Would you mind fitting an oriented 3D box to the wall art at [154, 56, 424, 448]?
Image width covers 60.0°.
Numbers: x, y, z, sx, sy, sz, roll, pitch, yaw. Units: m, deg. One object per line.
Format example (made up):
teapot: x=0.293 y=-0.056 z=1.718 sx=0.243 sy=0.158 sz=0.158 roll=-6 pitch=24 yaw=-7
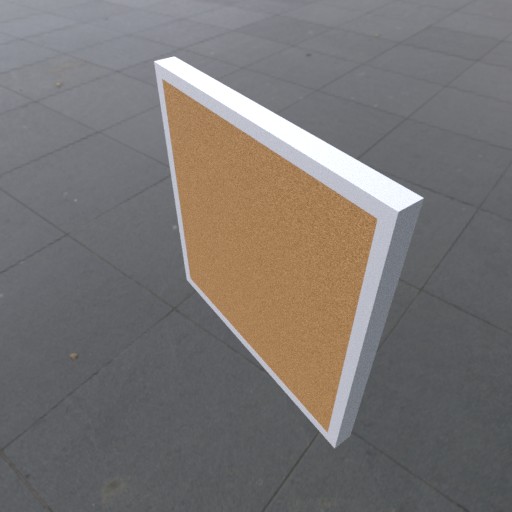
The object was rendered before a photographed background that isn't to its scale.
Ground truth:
wall art: x=0.000 y=0.000 z=0.752 sx=0.038 sy=0.508 sz=0.507 roll=-27 pitch=49 yaw=-26
